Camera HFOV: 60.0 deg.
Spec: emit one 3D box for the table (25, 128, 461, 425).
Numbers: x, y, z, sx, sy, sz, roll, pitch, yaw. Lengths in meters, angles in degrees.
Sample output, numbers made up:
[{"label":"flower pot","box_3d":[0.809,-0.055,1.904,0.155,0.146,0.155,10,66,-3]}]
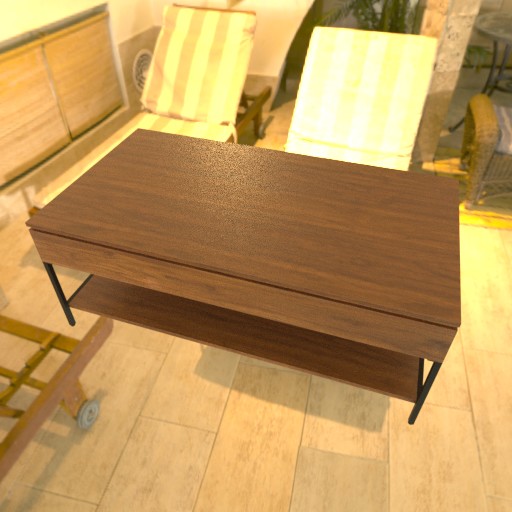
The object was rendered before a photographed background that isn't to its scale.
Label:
[{"label":"table","box_3d":[0.000,0.000,1.351,1.057,0.414,0.574,12,43,14]}]
